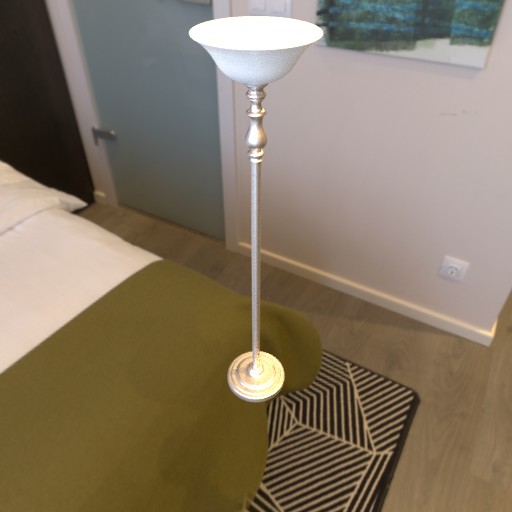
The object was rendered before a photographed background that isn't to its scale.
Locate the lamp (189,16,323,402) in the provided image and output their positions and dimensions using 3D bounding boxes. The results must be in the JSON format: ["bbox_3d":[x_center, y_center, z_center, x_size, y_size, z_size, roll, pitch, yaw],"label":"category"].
[{"bbox_3d":[0.000,0.000,1.909,0.405,1.771,0.405,0,39,0],"label":"lamp"}]
